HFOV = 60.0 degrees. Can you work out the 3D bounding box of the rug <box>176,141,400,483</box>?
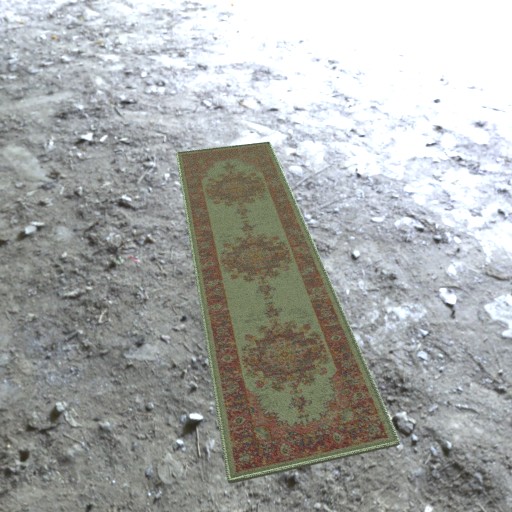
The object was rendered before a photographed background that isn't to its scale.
[{"bbox_3d":[0.000,0.000,1.989,0.562,0.009,1.824,-9,47,-8],"label":"rug"}]
